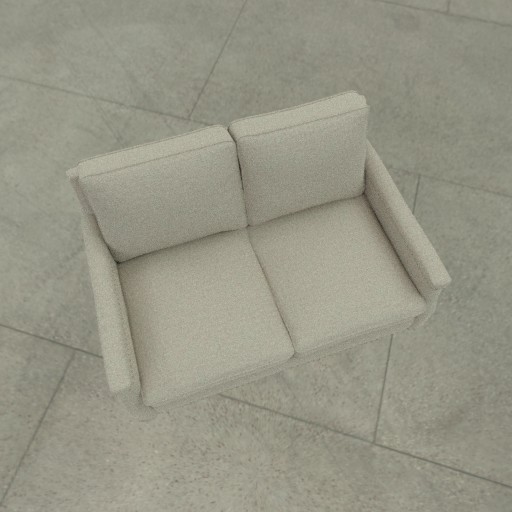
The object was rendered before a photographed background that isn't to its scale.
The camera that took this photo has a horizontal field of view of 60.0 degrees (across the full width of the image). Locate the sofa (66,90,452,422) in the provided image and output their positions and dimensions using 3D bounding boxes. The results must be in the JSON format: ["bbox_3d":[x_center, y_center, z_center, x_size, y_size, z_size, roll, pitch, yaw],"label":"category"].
[{"bbox_3d":[0.000,0.000,2.231,1.597,1.003,1.084,-17,65,-8],"label":"sofa"}]
